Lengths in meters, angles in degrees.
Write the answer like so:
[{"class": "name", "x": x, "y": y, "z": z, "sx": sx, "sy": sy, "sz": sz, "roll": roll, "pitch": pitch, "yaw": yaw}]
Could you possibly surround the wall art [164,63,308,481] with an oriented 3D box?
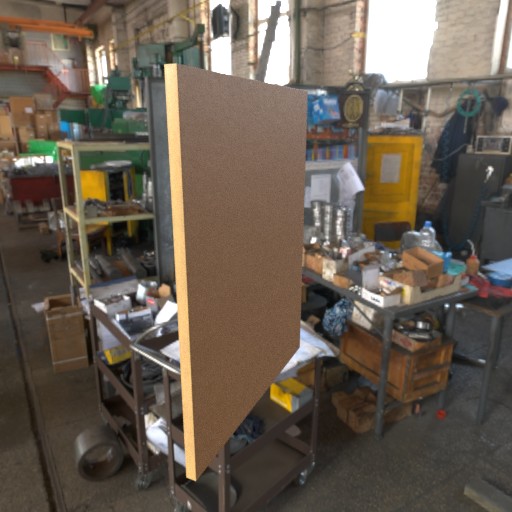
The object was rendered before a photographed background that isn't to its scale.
[{"class": "wall art", "x": 0.000, "y": 0.000, "z": 1.362, "sx": 0.030, "sy": 1.002, "sz": 0.798, "roll": 7, "pitch": 18, "yaw": 24}]
